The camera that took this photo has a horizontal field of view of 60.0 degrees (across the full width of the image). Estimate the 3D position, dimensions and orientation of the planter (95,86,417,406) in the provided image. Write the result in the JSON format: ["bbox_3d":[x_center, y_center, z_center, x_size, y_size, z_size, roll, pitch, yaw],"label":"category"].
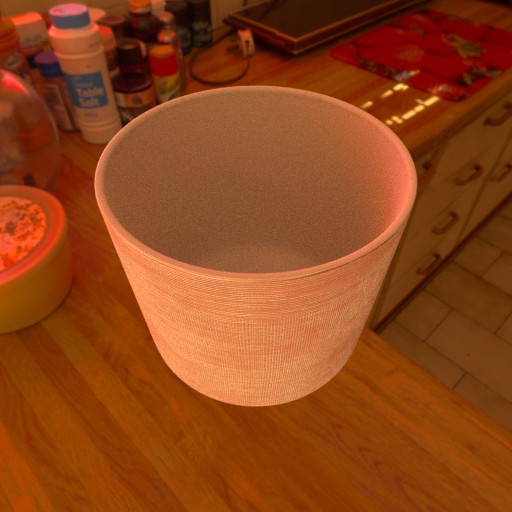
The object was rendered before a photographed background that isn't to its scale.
[{"bbox_3d":[0.000,0.000,0.766,0.440,0.398,0.440,0,47,0],"label":"planter"}]
